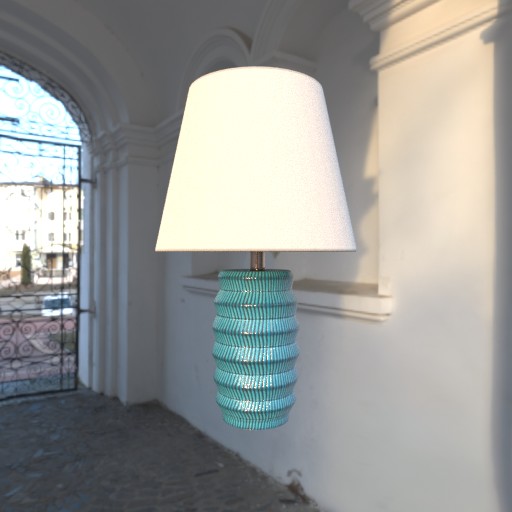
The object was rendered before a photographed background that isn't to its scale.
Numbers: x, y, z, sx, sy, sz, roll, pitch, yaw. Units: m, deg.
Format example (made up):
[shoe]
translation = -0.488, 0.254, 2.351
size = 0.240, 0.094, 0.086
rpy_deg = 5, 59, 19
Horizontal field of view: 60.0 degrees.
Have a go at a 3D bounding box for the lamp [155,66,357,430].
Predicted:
[lamp]
translation = 0.000, 0.000, 0.799
size = 0.355, 0.582, 0.355
rpy_deg = 0, 0, 0
